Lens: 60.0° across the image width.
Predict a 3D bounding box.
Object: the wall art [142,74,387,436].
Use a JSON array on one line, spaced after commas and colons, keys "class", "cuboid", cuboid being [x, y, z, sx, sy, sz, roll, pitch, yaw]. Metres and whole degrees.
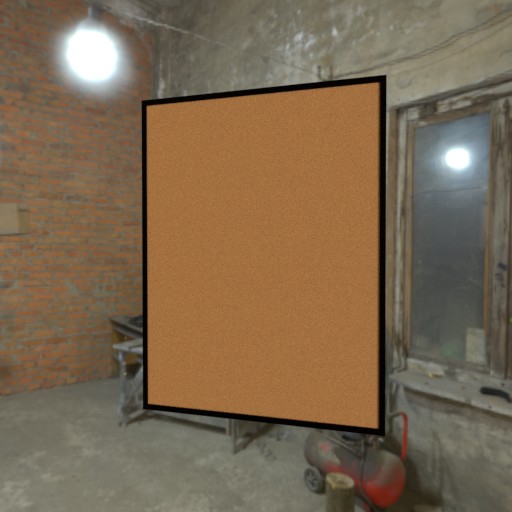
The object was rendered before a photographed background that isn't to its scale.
[{"class": "wall art", "cuboid": [0.000, 0.000, 1.431, 0.805, 1.062, 0.040, 0, 1, 16]}]
